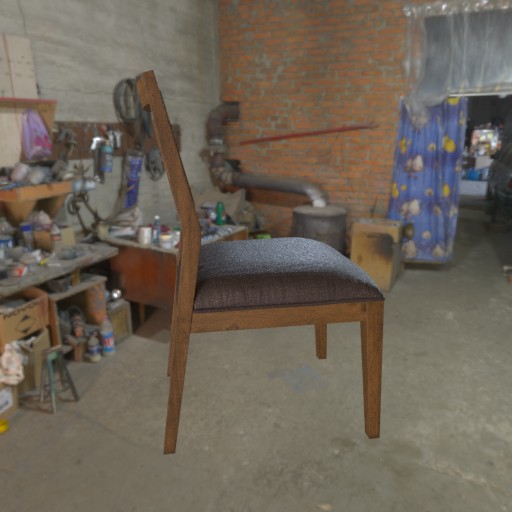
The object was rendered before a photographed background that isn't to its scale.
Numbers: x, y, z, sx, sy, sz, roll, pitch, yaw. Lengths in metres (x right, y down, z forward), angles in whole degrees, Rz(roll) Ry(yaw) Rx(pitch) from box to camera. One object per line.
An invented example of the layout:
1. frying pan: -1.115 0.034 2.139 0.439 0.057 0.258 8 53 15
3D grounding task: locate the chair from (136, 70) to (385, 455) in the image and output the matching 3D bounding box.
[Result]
1. chair: 0.000 0.000 1.290 0.610 0.939 0.501 -2 15 -9
